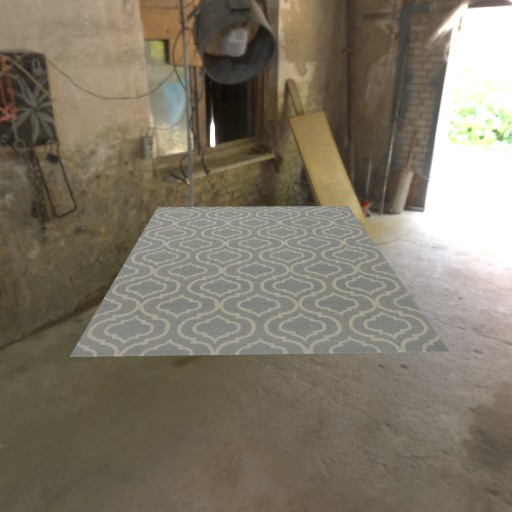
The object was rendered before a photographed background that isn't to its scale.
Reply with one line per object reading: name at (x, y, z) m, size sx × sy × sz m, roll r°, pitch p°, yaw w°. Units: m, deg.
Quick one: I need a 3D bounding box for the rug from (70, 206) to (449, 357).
rug at (0.000, 0.000, 3.987) m, size 2.283 × 0.006 × 2.892 m, roll -1°, pitch 24°, yaw -1°
